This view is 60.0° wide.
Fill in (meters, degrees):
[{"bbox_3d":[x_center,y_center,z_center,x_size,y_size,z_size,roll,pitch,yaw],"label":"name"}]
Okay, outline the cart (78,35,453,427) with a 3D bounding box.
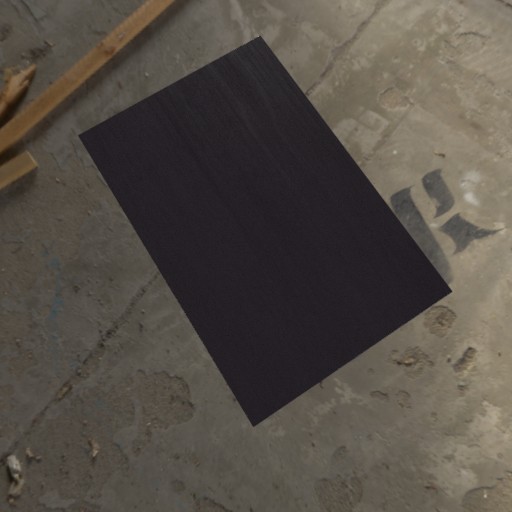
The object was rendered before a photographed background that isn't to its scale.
[{"bbox_3d":[0.000,0.000,1.286,0.449,0.878,0.690,-32,79,-7],"label":"cart"}]
